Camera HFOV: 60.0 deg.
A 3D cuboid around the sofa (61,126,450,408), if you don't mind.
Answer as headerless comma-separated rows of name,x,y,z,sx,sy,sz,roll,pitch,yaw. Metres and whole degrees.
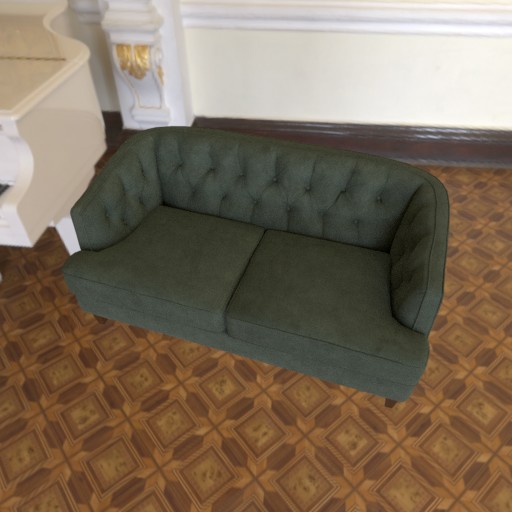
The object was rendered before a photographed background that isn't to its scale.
sofa,0.000,0.000,2.271,1.733,0.855,0.941,13,44,14
